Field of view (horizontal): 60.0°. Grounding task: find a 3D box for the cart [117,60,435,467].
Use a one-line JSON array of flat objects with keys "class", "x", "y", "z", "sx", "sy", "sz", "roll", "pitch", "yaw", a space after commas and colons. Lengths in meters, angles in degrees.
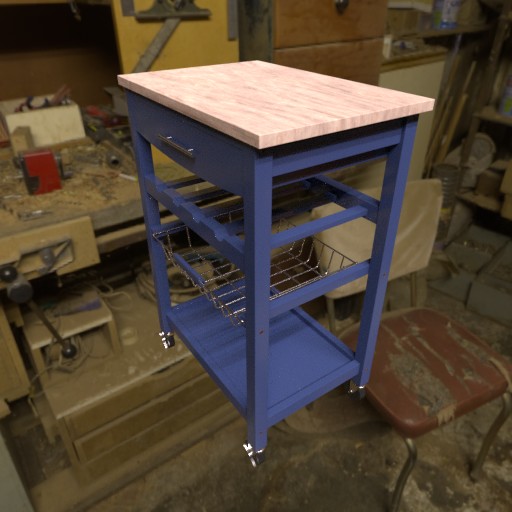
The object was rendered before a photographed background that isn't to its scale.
[{"class": "cart", "x": 0.000, "y": 0.000, "z": 1.148, "sx": 0.403, "sy": 0.839, "sz": 0.584, "roll": -20, "pitch": 37, "yaw": -29}]
